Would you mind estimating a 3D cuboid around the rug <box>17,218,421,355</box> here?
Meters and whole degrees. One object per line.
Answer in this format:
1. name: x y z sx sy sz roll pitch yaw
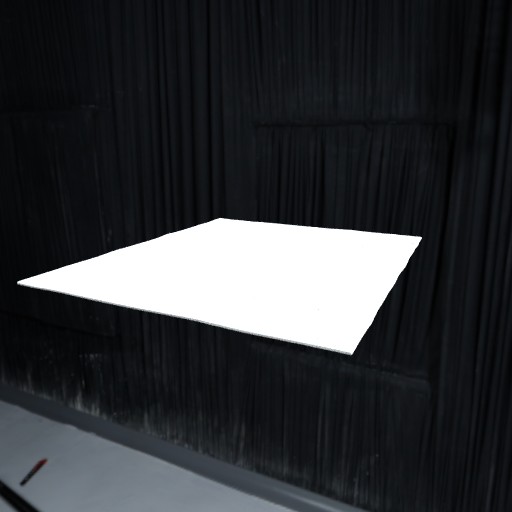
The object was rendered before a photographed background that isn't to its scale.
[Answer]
1. rug: 0.000 0.000 0.875 0.548 0.006 0.639 7 17 25
